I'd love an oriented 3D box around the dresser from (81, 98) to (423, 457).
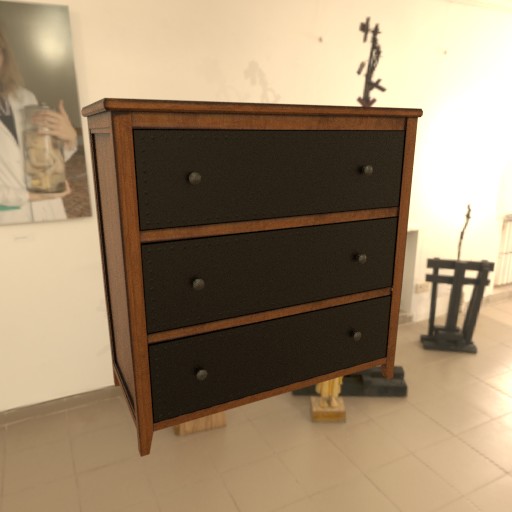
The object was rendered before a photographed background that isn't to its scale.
[{"bbox_3d":[0.000,0.000,1.929,1.250,1.224,0.591,-8,17,-26],"label":"dresser"}]
